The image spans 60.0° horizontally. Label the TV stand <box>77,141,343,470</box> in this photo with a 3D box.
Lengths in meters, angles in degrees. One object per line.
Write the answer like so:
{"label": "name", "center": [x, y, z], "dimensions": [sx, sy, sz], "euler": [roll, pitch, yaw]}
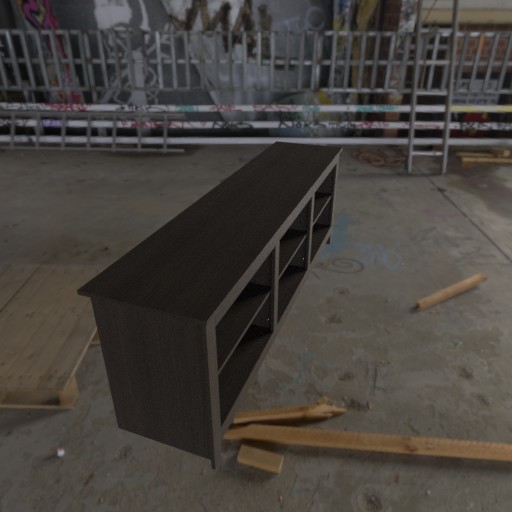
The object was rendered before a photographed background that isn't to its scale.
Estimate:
{"label": "TV stand", "center": [0.000, 0.000, 2.060], "dimensions": [0.406, 0.610, 1.778], "euler": [10, 30, 18]}
